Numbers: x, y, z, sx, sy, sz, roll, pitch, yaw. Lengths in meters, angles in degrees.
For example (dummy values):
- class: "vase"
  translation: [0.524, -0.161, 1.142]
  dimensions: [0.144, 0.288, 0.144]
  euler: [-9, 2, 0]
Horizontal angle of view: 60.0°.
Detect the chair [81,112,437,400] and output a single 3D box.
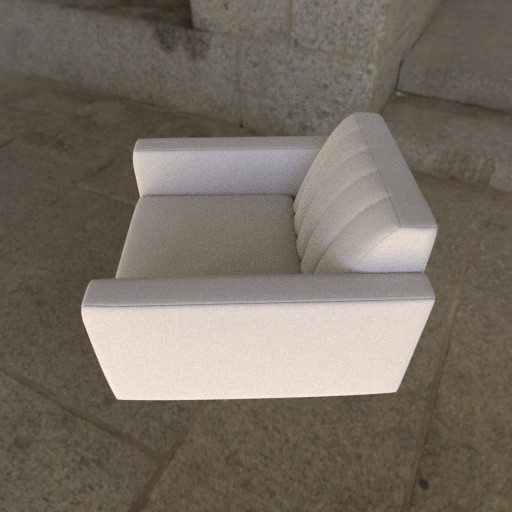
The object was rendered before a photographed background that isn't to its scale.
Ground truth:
- class: "chair"
  translation: [0.000, 0.000, 1.664]
  dimensions: [0.998, 0.819, 0.953]
  euler: [-1, 43, -1]
